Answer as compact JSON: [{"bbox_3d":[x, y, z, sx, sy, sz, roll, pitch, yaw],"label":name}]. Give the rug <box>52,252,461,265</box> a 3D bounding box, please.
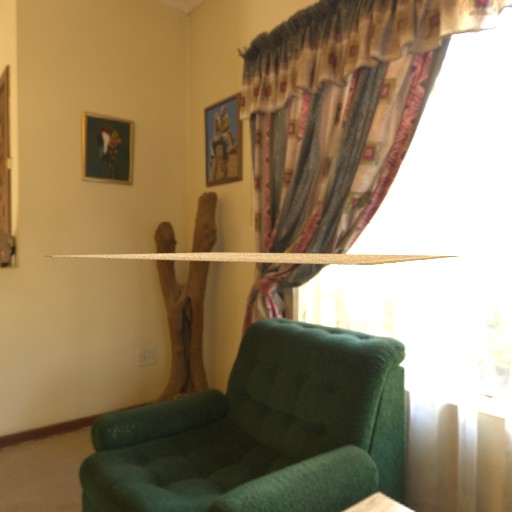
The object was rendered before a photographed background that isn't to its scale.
[{"bbox_3d":[0.000,0.000,4.328,3.327,0.010,2.464,1,2,36],"label":"rug"}]
